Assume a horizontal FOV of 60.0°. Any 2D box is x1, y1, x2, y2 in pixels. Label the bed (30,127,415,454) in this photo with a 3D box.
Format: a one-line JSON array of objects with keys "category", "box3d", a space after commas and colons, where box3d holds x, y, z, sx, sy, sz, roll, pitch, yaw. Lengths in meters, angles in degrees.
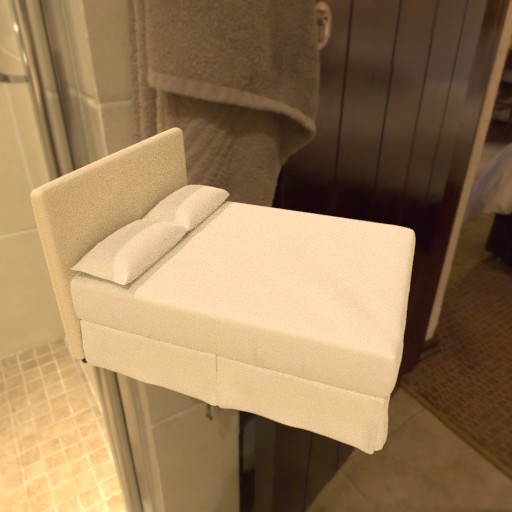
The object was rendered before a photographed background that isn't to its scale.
[{"category": "bed", "box3d": [0.000, 0.000, 3.172, 2.147, 1.330, 1.714, 10, 31, 18]}]
